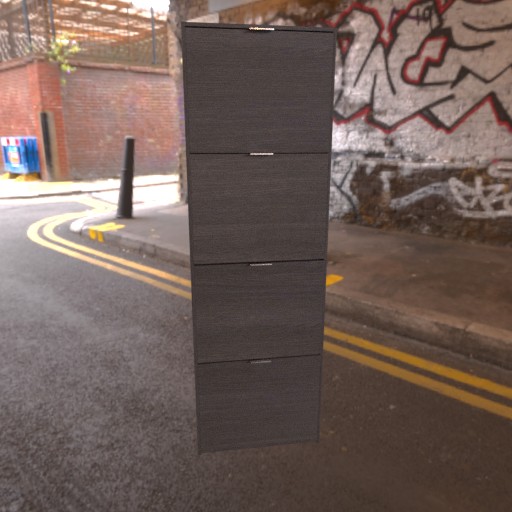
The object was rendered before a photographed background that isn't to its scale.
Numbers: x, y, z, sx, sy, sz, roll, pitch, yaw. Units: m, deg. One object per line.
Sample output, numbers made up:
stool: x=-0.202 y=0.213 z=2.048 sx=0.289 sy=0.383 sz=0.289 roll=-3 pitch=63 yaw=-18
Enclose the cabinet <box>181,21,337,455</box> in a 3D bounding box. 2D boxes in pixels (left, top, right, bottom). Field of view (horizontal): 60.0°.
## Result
cabinet: x=0.000 y=0.000 z=1.768 sx=0.520 sy=1.630 sz=0.255 roll=-2 pitch=15 yaw=-9
